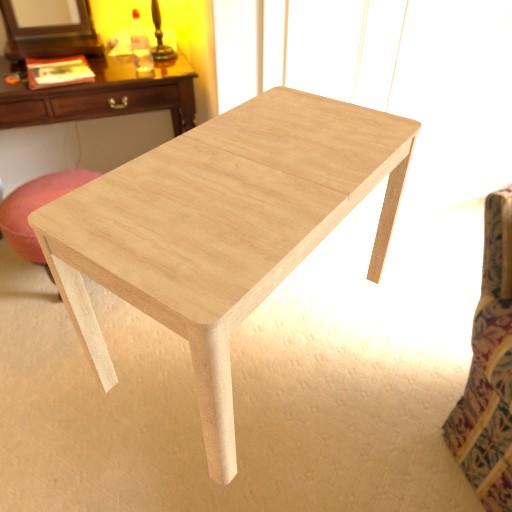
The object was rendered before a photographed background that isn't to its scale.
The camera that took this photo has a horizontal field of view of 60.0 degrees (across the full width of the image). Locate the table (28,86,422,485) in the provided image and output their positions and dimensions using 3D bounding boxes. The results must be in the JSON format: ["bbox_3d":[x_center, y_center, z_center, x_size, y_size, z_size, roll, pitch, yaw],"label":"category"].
[{"bbox_3d":[0.000,0.000,1.903,0.750,0.900,1.400,25,47,27],"label":"table"}]
